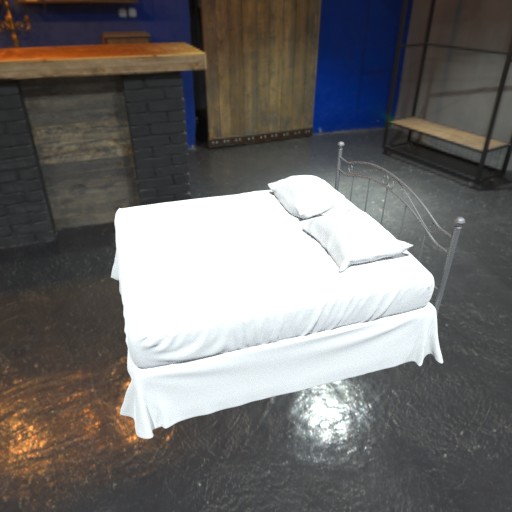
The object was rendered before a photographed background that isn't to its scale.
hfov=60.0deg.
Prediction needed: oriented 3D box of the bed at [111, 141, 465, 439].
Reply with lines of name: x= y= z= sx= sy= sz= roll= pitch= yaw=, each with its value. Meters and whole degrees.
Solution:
bed: x=0.000 y=0.000 z=3.332 sx=2.215 sy=1.080 sz=1.936 roll=-9 pitch=33 yaw=-15
